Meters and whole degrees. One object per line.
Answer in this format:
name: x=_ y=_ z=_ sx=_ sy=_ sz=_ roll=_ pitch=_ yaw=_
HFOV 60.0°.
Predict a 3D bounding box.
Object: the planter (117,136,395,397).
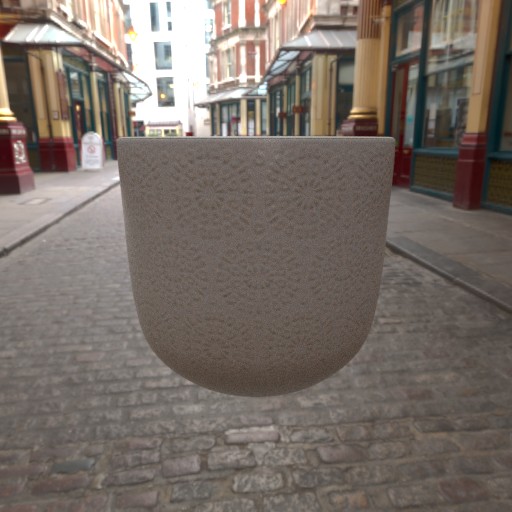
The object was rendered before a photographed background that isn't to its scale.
planter: x=0.000 y=0.000 z=0.368 sx=0.208 sy=0.190 sz=0.208 roll=0 pitch=15 yaw=0
